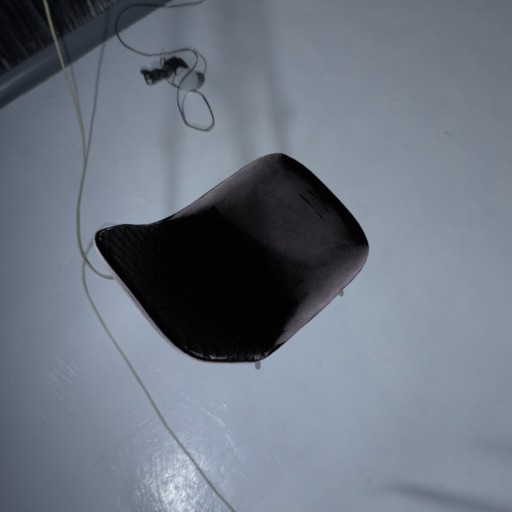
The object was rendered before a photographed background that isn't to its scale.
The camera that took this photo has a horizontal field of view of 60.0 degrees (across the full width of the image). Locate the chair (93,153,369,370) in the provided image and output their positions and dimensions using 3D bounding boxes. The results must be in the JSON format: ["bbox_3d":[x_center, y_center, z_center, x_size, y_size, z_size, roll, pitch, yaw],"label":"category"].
[{"bbox_3d":[0.000,0.000,1.207,0.561,0.889,0.472,-39,79,-9],"label":"chair"}]
